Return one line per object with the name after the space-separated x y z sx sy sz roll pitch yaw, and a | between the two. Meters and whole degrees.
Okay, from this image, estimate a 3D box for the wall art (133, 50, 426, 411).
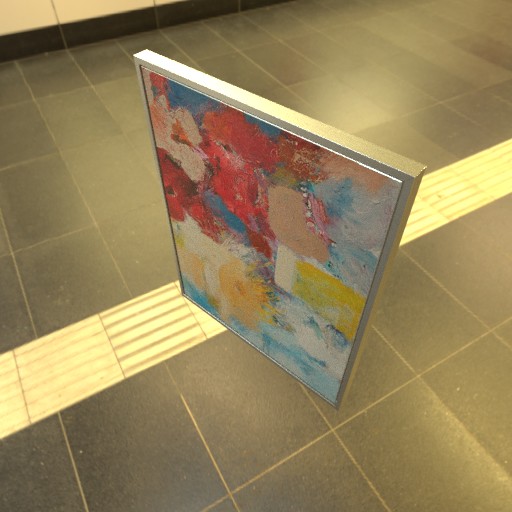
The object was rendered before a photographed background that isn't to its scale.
0.000 0.000 0.762 0.444 0.569 0.025 32 55 26 | wall art
